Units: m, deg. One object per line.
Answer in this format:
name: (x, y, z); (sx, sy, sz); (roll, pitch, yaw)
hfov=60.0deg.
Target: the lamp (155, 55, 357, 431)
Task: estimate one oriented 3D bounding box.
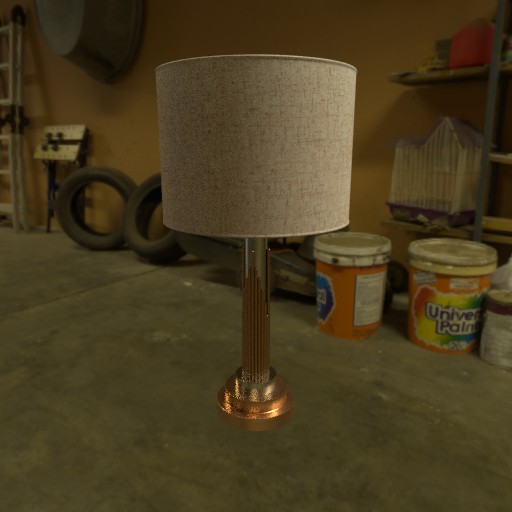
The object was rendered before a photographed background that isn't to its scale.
lamp: (0.000, 0.000, 0.795); (0.321, 0.610, 0.321); (-2, 14, -9)
